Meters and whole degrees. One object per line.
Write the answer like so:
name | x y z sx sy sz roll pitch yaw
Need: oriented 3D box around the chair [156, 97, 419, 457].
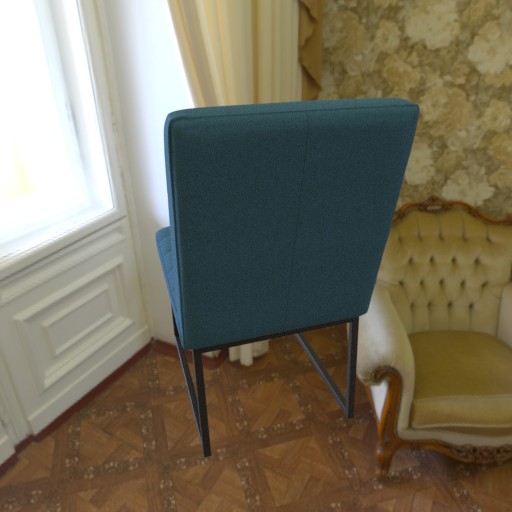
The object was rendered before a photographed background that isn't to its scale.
chair | 0.000 0.000 1.284 0.520 0.930 0.634 -8 29 -16
